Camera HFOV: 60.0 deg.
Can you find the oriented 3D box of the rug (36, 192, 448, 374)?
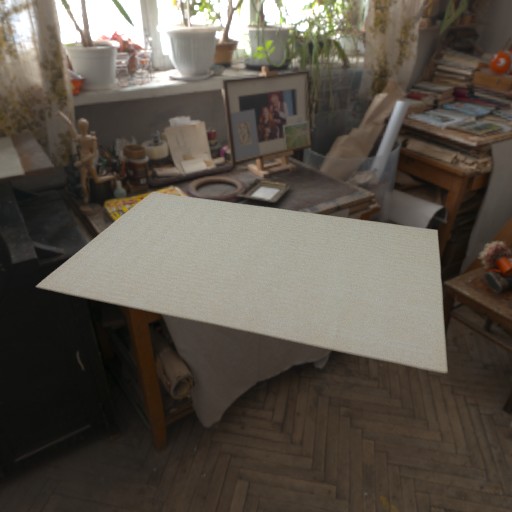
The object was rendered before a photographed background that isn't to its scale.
[{"bbox_3d":[0.000,0.000,3.081,2.441,0.014,1.531,9,33,15],"label":"rug"}]
